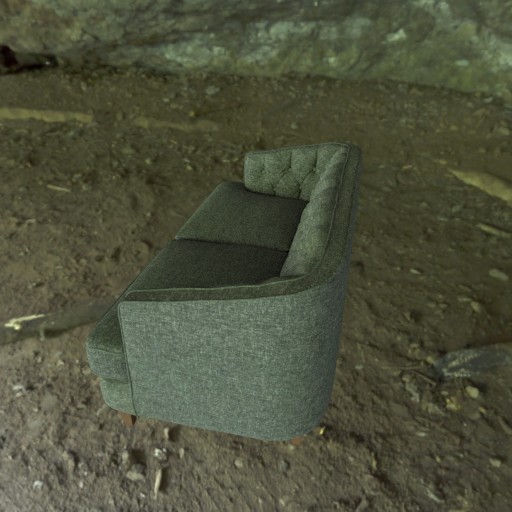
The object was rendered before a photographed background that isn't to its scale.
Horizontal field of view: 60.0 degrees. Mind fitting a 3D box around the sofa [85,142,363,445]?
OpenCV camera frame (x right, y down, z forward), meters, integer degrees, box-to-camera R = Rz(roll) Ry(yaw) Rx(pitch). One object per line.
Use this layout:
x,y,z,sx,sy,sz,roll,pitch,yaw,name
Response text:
0.000,0.000,2.268,0.941,0.855,1.733,7,31,12,sofa
